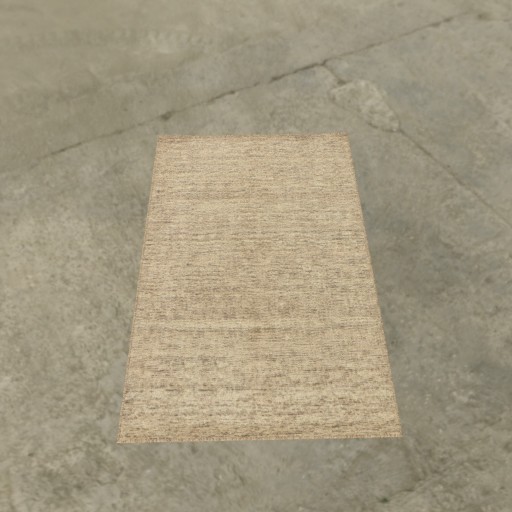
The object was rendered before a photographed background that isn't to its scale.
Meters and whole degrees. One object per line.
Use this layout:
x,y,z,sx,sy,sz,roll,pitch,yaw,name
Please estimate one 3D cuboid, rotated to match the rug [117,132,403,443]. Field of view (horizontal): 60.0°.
0.000,0.000,2.348,1.211,0.018,1.822,-1,58,-1,rug
